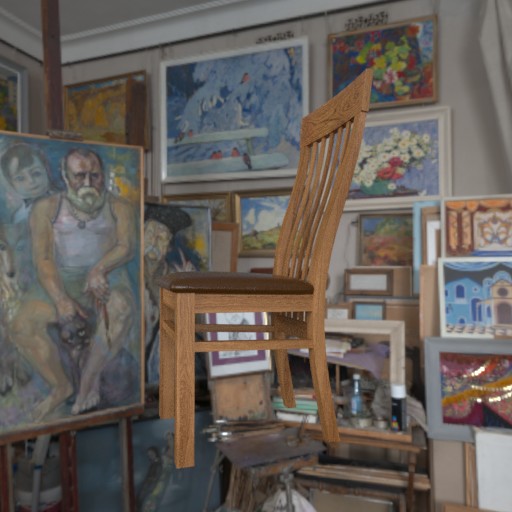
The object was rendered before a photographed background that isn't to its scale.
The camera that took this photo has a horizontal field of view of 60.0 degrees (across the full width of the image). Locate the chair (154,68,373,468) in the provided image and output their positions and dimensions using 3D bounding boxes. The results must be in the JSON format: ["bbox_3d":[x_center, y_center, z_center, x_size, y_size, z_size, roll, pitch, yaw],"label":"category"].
[{"bbox_3d":[0.000,0.000,1.371,0.580,1.050,0.450,0,-1,-18],"label":"chair"}]
